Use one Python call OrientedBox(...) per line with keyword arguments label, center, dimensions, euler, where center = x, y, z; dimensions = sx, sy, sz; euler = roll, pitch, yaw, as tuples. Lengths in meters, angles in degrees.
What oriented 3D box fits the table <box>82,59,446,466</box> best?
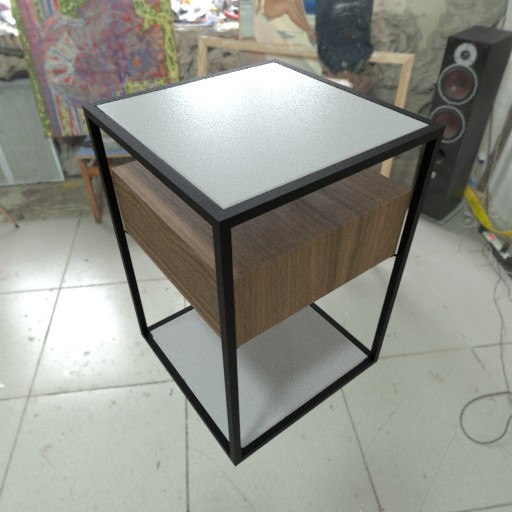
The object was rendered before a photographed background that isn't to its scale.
OrientedBox(label="table", center=(0.000, 0.000, 0.819), dimensions=(0.378, 0.540, 0.378), euler=(-26, 47, -27))
